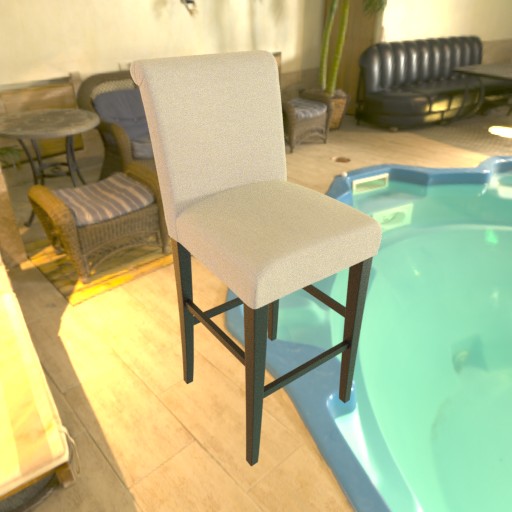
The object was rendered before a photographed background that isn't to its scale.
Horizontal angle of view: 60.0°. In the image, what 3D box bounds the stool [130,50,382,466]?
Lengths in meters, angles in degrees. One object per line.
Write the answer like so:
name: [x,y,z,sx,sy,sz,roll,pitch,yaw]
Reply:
stool: [0.000,0.000,1.404,0.452,1.124,0.597,-21,36,-31]
